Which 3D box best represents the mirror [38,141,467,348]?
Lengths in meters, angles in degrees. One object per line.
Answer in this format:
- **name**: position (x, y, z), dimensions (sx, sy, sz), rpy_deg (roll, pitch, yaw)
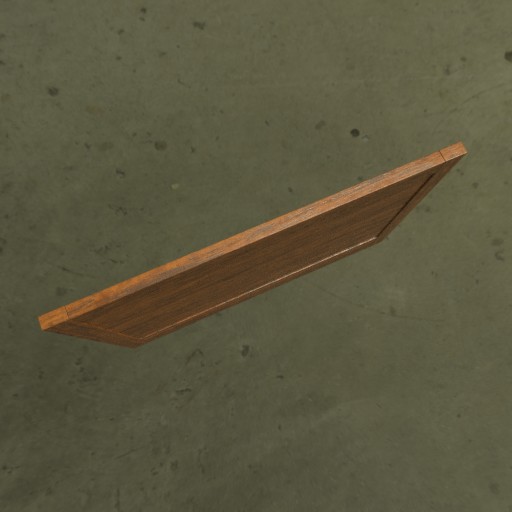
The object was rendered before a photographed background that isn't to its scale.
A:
- **mirror**: position (0.000, 0.000, 0.992), dimensions (0.758, 0.537, 0.084), rpy_deg (-23, 76, -6)
